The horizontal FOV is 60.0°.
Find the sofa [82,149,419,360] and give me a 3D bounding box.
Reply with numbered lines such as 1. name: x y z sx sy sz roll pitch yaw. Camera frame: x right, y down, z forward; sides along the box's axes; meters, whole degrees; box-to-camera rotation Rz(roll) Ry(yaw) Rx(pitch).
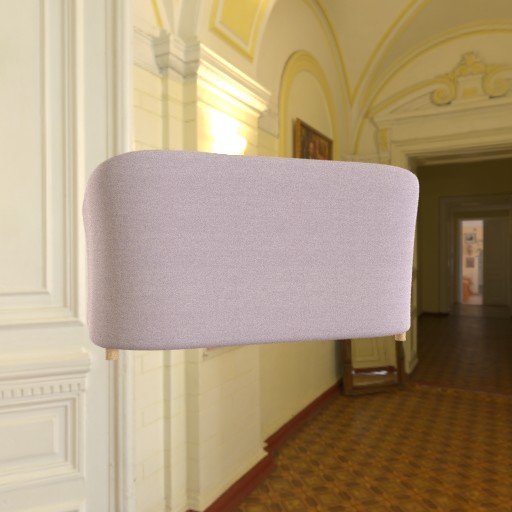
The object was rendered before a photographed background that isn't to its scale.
1. sofa: 0.000 0.000 1.919 1.452 0.721 0.705 0 0 -17
